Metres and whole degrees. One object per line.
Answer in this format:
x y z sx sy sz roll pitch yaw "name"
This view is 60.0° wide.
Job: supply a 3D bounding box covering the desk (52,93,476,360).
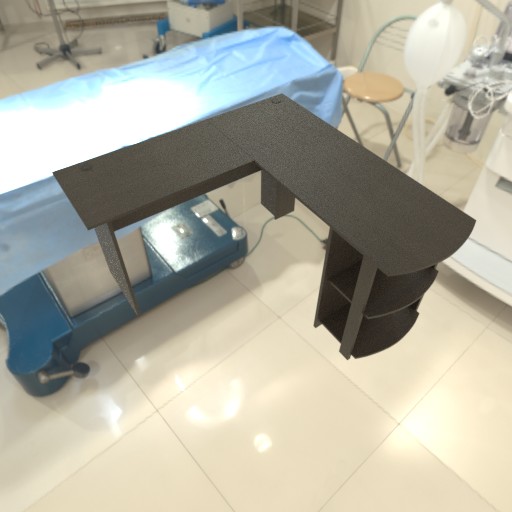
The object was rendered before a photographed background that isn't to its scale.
0.000 0.000 2.135 1.303 0.716 1.361 -27 52 -23 "desk"
